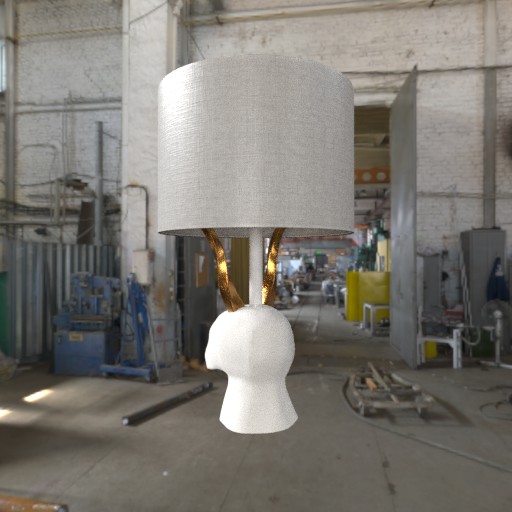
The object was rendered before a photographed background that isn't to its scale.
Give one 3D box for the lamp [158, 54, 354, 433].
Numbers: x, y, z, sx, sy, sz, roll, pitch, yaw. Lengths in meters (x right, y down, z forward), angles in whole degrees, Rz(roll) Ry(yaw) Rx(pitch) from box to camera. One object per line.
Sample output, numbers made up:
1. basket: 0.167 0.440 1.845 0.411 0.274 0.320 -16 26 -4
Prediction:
1. lamp: 0.000 0.000 0.689 0.298 0.503 0.298 0 0 -36
